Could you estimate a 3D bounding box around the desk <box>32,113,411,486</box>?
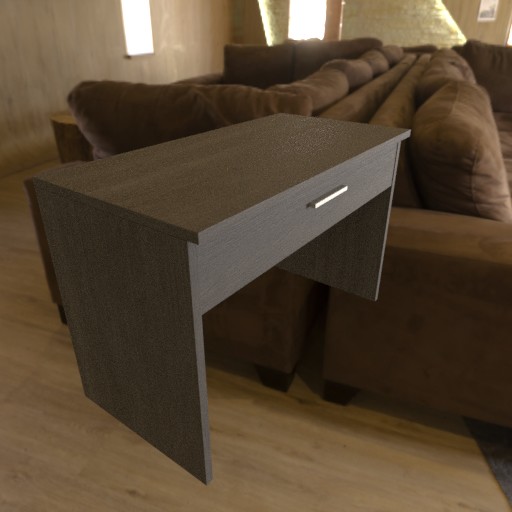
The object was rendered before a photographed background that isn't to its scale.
[{"bbox_3d":[0.000,0.000,1.503,0.557,0.729,1.099,19,33,32],"label":"desk"}]
